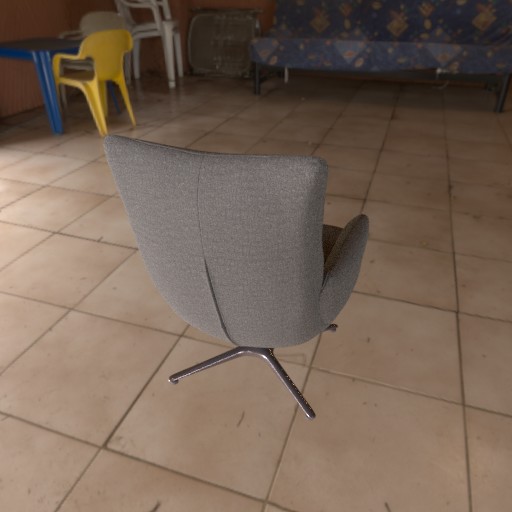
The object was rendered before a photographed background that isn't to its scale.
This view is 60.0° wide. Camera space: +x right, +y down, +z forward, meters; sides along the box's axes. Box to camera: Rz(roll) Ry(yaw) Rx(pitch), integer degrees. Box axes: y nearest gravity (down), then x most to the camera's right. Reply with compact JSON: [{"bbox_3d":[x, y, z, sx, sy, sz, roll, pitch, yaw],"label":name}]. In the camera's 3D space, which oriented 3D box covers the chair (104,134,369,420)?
[{"bbox_3d":[0.000,0.000,1.507,0.702,0.984,0.831,10,33,15],"label":"chair"}]
